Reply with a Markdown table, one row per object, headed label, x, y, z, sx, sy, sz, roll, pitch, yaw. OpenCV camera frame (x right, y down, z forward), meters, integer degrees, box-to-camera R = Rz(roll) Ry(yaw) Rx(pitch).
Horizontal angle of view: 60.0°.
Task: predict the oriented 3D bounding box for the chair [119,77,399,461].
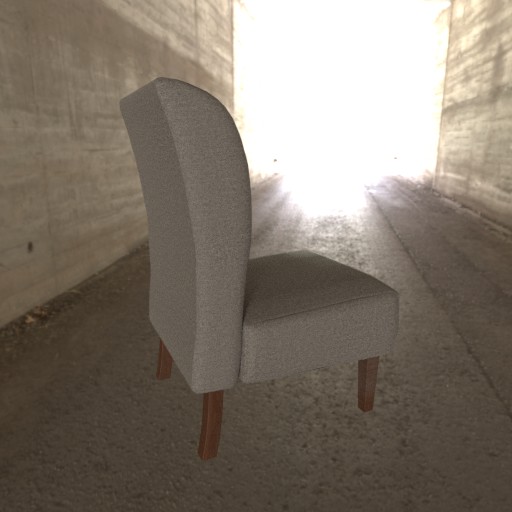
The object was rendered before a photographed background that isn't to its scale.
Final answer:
| label | x | y | z | sx | sy | sz | roll | pitch | yaw |
| --- | --- | --- | --- | --- | --- | --- | --- | --- | --- |
| chair | 0.000 | 0.000 | 1.174 | 0.592 | 0.804 | 0.513 | -7 | 16 | -25 |
